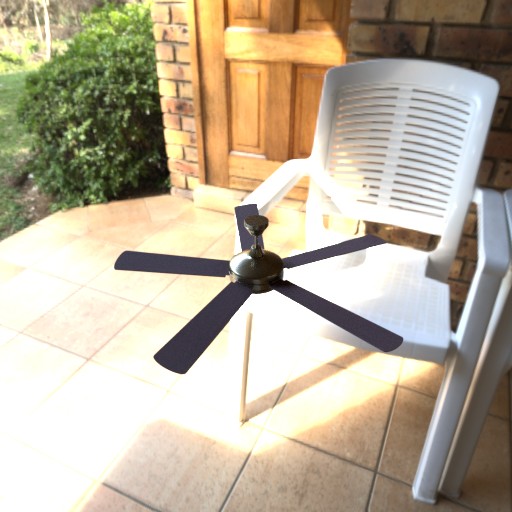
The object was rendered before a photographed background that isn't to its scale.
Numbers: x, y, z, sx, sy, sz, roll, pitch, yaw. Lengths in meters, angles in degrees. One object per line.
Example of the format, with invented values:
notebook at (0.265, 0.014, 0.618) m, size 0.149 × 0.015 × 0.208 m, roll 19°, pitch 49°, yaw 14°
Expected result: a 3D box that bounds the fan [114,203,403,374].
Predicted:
fan at (0.000, 0.000, 1.973) m, size 1.321 × 0.356 × 1.321 m, roll 10°, pitch 34°, yaw 16°
